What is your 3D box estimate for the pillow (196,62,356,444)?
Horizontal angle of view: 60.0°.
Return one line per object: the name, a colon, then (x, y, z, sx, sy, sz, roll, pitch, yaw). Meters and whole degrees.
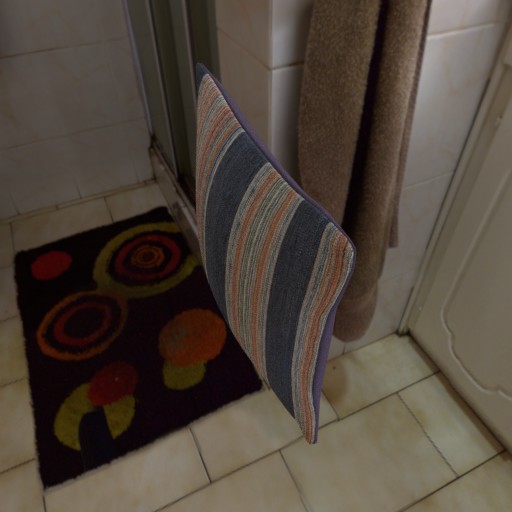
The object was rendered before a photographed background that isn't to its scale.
pillow: (0.000, 0.000, 0.660, 0.136, 0.419, 0.437, -17, 48, -16)
